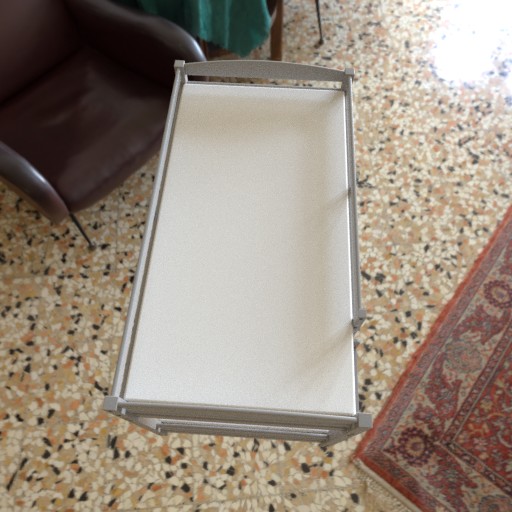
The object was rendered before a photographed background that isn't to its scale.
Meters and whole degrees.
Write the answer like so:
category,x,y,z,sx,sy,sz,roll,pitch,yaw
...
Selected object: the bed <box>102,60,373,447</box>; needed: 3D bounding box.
category,x,y,z,sx,sy,sz,roll,pitch,yaw
bed,0.000,0.000,2.700,1.105,1.206,2.013,3,63,2
